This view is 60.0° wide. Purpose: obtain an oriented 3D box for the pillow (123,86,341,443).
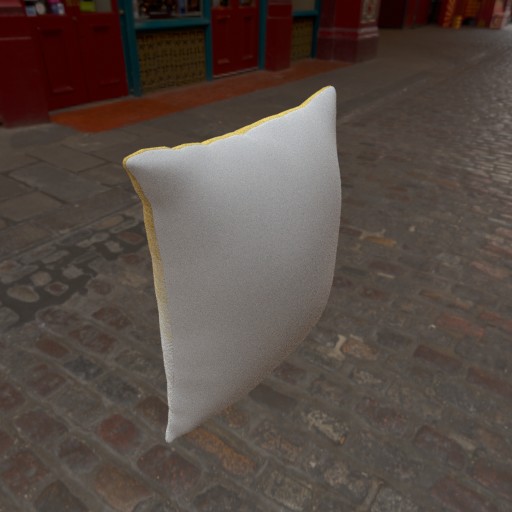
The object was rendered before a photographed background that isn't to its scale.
[{"bbox_3d":[0.000,0.000,0.706,0.211,0.450,0.450,20,37,30],"label":"pillow"}]
